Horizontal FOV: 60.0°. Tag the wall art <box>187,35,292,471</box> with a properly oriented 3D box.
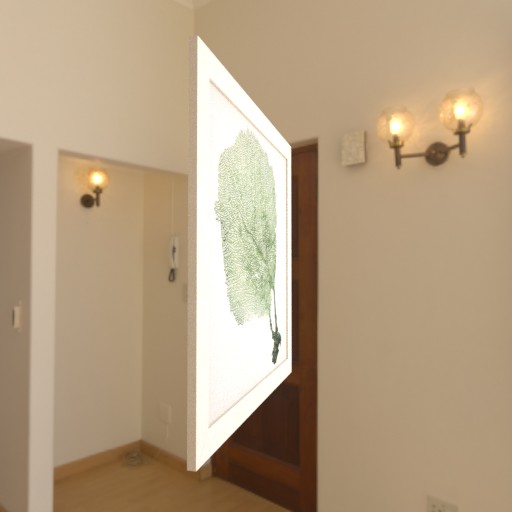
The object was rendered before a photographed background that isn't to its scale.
[{"bbox_3d":[0.000,0.000,0.877,0.013,0.584,0.584,0,-2,17],"label":"wall art"}]
